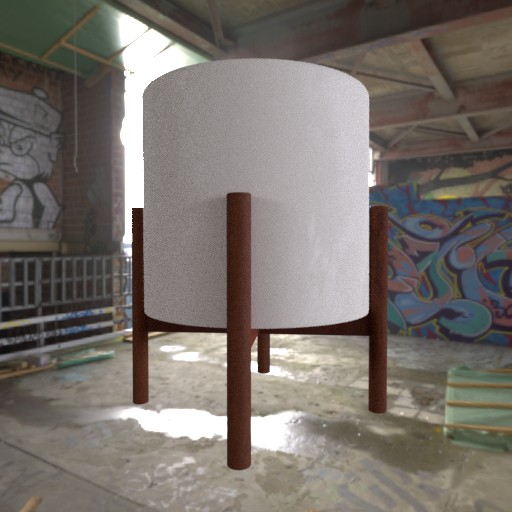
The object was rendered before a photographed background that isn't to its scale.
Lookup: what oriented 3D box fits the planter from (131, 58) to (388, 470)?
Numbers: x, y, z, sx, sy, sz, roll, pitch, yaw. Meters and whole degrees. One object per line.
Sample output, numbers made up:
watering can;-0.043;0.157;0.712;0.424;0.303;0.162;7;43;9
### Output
planter;0.000;0.000;0.851;0.421;0.581;0.420;-1;2;-37
